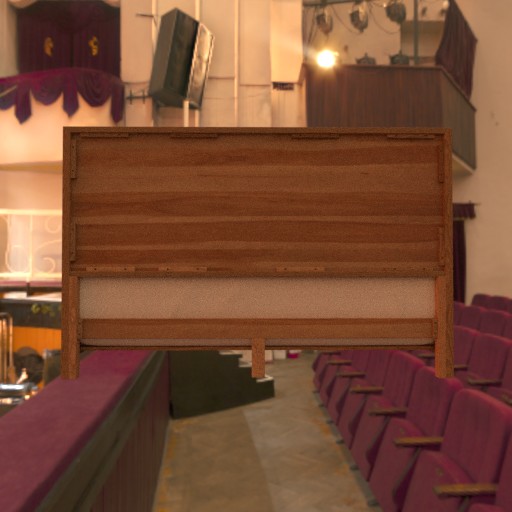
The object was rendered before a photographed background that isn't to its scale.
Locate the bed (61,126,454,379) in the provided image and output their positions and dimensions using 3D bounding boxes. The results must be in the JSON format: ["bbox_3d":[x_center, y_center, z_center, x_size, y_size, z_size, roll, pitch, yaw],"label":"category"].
[{"bbox_3d":[0.000,0.000,3.370,2.013,1.295,2.184,0,-1,-1],"label":"bed"}]
